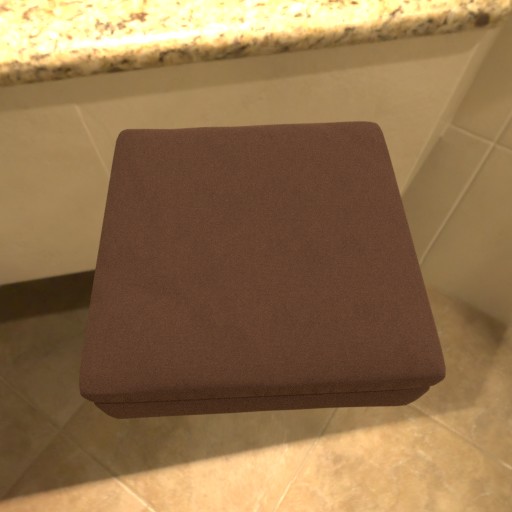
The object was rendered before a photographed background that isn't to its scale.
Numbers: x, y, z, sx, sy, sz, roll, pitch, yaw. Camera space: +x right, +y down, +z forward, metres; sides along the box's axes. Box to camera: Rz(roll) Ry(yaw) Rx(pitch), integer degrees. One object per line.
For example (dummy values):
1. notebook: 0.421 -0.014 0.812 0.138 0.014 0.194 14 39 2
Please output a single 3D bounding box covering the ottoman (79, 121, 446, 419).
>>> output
1. ottoman: 0.000 0.000 1.821 1.181 0.470 1.181 -2 59 -1
